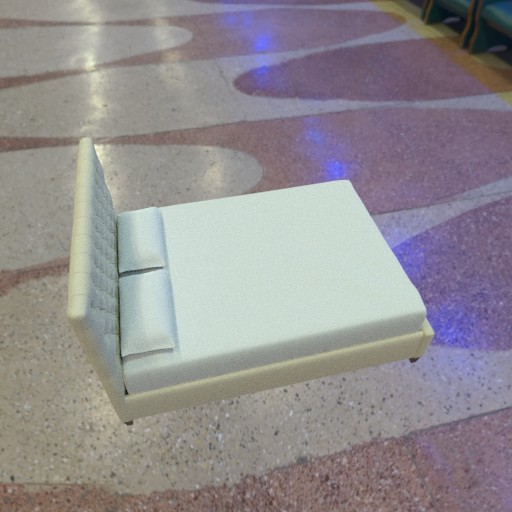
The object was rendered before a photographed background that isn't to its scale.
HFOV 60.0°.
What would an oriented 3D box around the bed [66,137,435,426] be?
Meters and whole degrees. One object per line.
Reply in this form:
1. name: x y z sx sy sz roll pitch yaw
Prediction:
1. bed: 0.000 0.000 3.479 2.387 1.427 1.698 -10 48 -9
